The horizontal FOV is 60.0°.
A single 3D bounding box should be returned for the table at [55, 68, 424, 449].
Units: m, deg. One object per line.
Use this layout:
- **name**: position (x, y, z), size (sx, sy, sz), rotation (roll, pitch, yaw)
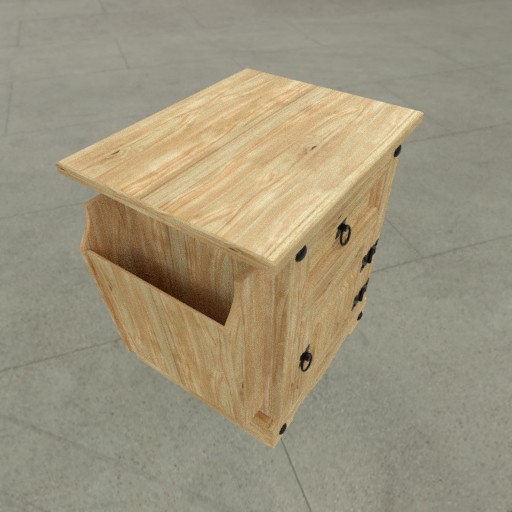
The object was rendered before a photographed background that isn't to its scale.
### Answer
- **table**: position (0.000, 0.000, 0.872), size (0.380, 0.515, 0.530), rotation (25, 48, 25)
